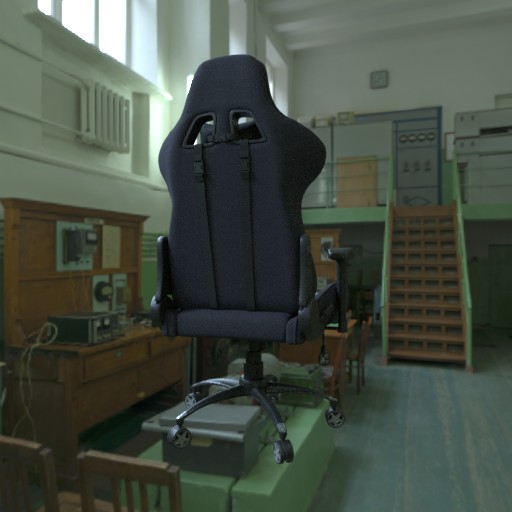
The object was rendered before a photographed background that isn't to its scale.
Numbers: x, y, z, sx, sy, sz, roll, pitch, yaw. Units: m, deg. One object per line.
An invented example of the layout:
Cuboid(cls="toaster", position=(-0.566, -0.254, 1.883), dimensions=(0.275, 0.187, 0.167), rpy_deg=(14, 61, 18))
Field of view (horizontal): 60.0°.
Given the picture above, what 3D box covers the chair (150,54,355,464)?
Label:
Cuboid(cls="chair", position=(0.000, 0.000, 1.724), dimensions=(0.730, 1.300, 0.695), rpy_deg=(0, 0, 18))
